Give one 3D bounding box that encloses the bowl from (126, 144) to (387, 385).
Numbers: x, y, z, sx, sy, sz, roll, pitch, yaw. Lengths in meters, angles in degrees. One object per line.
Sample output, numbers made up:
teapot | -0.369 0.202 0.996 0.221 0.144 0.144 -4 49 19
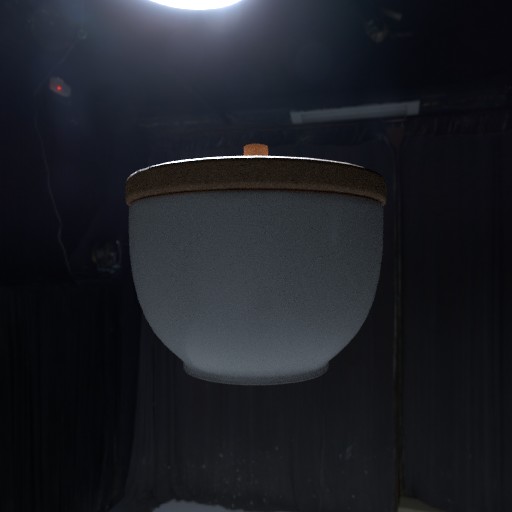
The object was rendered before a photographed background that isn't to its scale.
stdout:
bowl | 0.000 0.000 0.223 0.126 0.110 0.126 0 -1 0
